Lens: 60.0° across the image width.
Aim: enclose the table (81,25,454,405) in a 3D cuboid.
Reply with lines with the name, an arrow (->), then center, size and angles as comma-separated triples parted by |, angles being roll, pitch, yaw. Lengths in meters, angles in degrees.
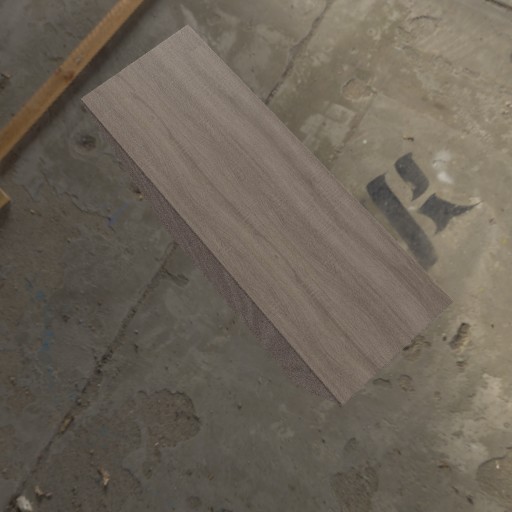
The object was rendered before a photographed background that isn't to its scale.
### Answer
table -> 0.000, 0.000, 1.887 | 0.398, 1.388, 1.111 | -40, 79, -9
